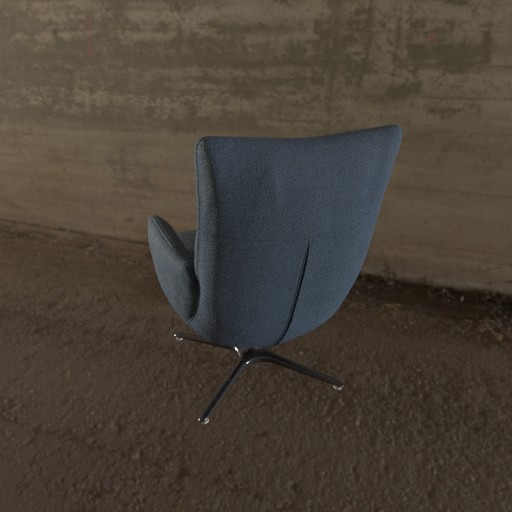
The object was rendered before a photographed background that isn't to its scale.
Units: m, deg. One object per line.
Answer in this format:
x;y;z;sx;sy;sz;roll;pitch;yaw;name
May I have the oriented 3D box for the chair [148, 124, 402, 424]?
0.000;0.000;1.598;0.711;1.016;0.889;-8;27;-17;chair
